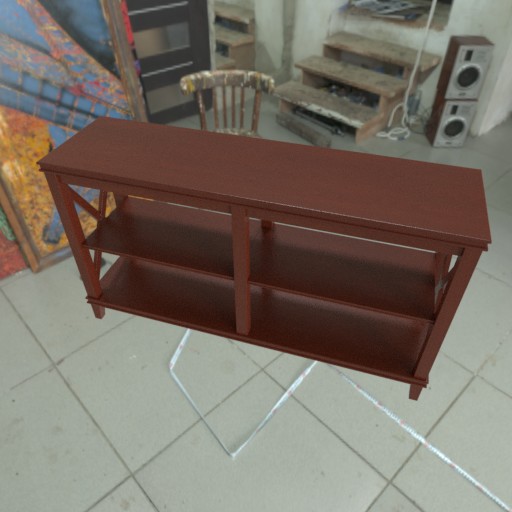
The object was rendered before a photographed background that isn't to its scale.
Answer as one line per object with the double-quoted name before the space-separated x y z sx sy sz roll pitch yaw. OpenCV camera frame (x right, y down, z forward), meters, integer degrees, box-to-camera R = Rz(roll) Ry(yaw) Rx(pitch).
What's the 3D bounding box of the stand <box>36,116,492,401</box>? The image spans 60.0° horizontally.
"stand" 0.000 0.000 1.662 1.372 0.762 0.381 12 42 13
